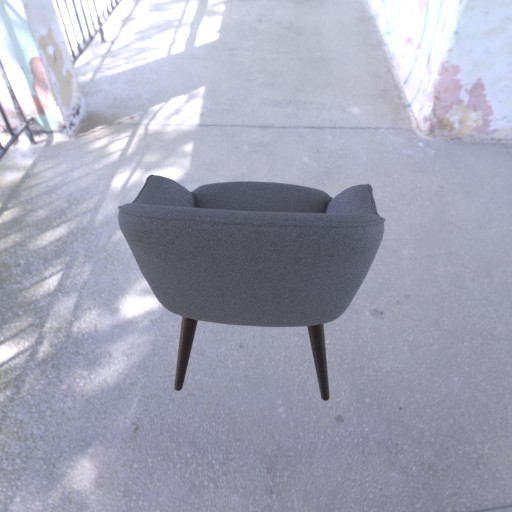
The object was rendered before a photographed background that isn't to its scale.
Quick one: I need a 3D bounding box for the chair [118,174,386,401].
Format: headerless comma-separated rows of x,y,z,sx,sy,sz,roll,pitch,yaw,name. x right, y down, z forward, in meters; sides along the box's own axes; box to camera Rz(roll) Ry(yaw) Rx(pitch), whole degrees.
0.000,0.000,1.230,0.589,0.810,0.611,3,47,3,chair
